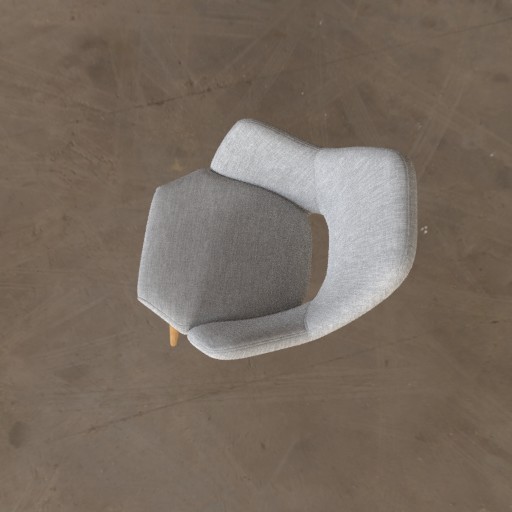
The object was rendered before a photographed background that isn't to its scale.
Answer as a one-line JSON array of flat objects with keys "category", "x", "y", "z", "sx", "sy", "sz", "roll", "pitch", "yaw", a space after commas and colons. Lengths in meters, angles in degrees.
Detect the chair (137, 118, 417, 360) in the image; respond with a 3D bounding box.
[{"category": "chair", "x": 0.000, "y": 0.000, "z": 1.227, "sx": 0.610, "sy": 0.840, "sz": 0.590, "roll": 5, "pitch": 74, "yaw": 1}]
